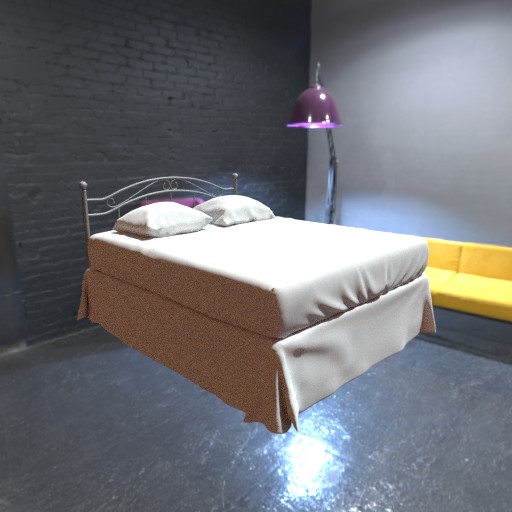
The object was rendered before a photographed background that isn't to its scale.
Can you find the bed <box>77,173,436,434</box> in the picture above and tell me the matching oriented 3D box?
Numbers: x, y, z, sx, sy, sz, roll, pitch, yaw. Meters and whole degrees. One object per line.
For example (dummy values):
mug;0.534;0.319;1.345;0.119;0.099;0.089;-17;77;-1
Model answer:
bed;0.000;0.000;3.323;2.215;1.080;1.936;13;19;43
